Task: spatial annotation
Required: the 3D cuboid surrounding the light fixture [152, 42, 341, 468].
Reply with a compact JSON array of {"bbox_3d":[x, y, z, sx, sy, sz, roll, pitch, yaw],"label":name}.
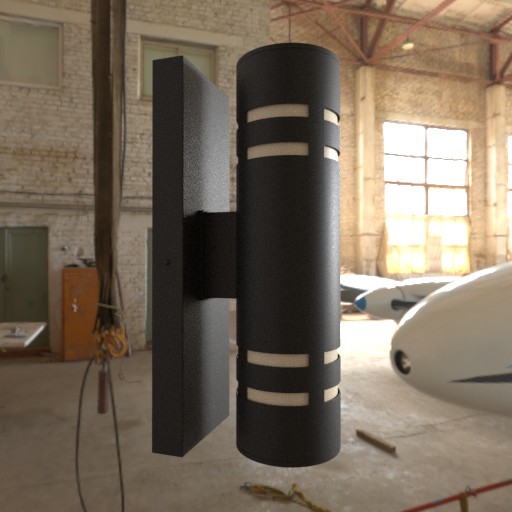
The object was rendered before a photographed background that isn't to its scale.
[{"bbox_3d":[0.000,0.000,0.397,0.149,0.330,0.105,0,0,19],"label":"light fixture"}]
